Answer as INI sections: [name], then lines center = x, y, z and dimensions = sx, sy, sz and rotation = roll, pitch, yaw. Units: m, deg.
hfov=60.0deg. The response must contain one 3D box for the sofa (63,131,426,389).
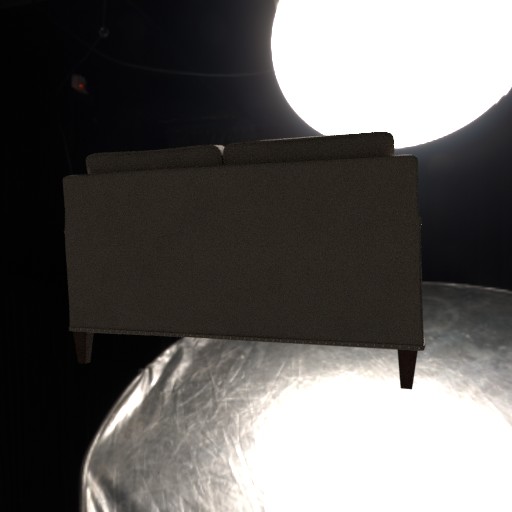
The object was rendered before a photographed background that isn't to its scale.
[sofa]
center = 0.000, 0.000, 2.277
dimensions = 1.597, 1.003, 1.084
rotation = 0, 0, 16
